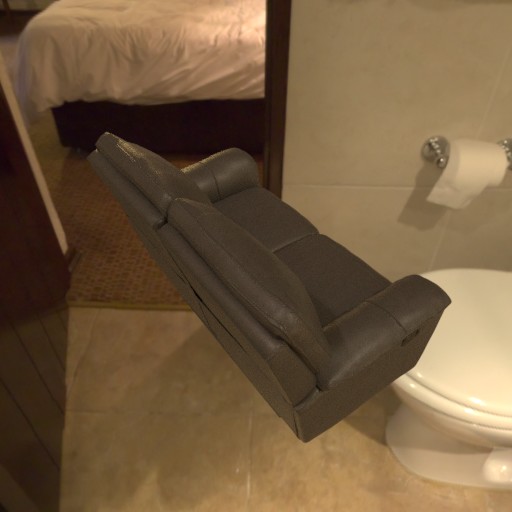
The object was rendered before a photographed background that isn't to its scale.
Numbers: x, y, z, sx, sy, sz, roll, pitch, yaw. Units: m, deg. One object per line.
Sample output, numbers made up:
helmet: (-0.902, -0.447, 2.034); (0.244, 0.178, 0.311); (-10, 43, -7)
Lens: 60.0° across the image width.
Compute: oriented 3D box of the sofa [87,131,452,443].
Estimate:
sofa: (0.000, 0.000, 2.395); (1.104, 1.111, 1.765); (-25, 47, -26)
